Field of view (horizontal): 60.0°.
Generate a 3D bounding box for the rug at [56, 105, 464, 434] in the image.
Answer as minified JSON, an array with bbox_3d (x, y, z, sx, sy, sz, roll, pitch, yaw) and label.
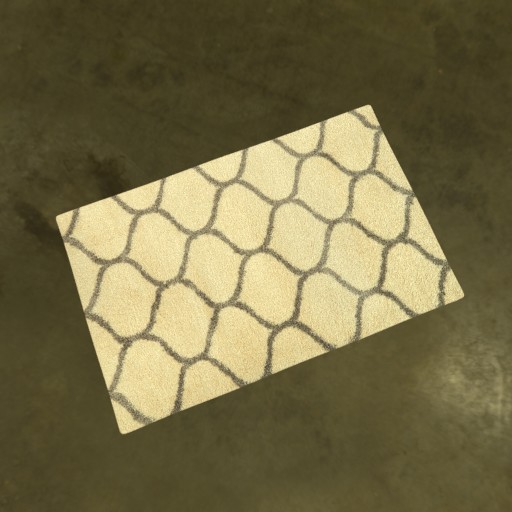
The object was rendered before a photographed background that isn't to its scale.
[{"bbox_3d":[0.000,0.000,2.957,2.348,0.024,1.501,-21,78,-5],"label":"rug"}]
